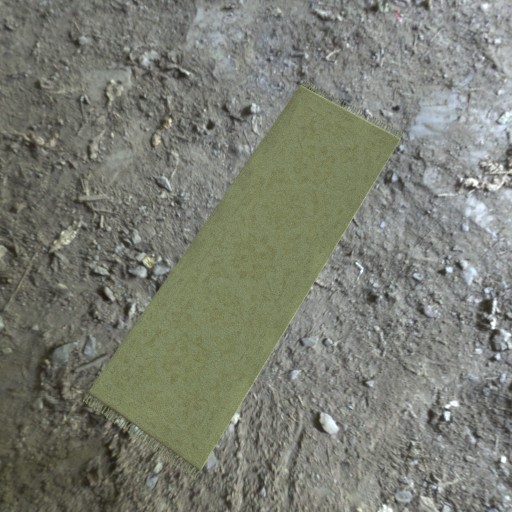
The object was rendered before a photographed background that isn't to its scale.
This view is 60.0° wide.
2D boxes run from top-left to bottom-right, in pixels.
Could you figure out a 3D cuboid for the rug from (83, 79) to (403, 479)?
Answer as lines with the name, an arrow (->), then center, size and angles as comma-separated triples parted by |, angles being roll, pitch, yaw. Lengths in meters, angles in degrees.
rug -> 0.000, 0.000, 2.799 | 0.795, 0.015, 2.544 | 31, 77, 8
